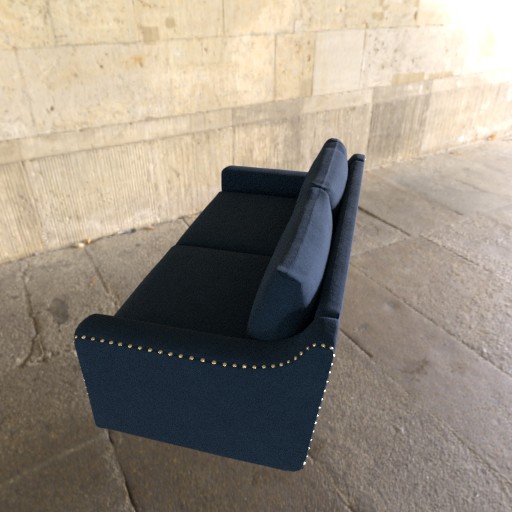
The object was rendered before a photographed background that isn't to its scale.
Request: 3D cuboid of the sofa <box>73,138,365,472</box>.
[{"bbox_3d":[0.000,0.000,2.646,1.104,0.983,2.107,8,32,13],"label":"sofa"}]
